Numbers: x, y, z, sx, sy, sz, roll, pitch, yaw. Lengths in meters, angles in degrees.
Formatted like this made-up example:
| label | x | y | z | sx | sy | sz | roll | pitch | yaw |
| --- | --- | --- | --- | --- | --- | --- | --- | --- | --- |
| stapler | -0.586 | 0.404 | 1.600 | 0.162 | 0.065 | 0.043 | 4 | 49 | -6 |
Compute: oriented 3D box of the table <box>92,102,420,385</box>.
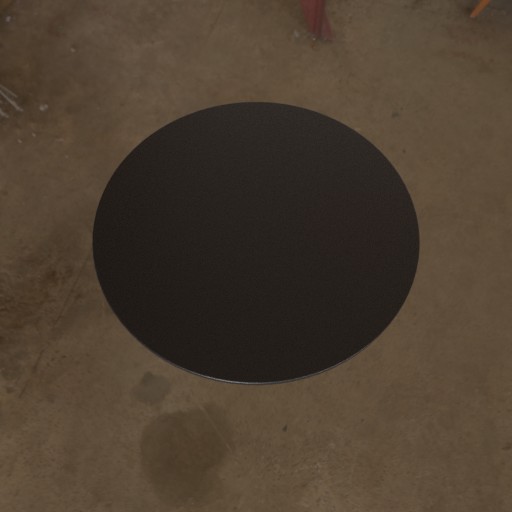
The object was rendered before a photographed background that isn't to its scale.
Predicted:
| label | x | y | z | sx | sy | sz | roll | pitch | yaw |
| --- | --- | --- | --- | --- | --- | --- | --- | --- | --- |
| table | 0.000 | 0.000 | 1.455 | 0.914 | 0.457 | 0.914 | 0 | 62 | 0 |
